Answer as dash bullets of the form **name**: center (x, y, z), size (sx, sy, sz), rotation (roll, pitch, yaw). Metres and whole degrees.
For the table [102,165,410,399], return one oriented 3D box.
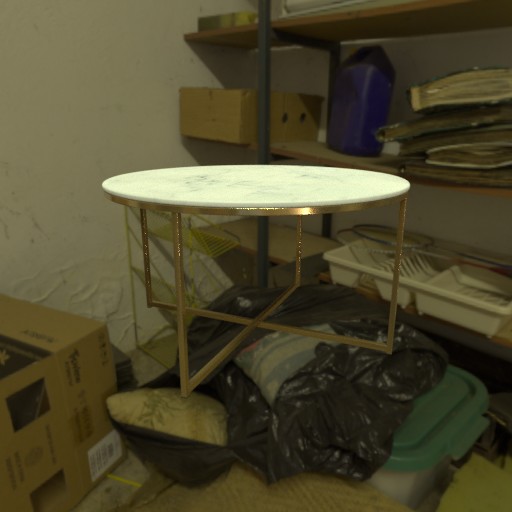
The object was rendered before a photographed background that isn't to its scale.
- **table**: center (0.000, 0.000, 1.275), size (0.800, 0.450, 0.800), rotation (0, 16, 0)
